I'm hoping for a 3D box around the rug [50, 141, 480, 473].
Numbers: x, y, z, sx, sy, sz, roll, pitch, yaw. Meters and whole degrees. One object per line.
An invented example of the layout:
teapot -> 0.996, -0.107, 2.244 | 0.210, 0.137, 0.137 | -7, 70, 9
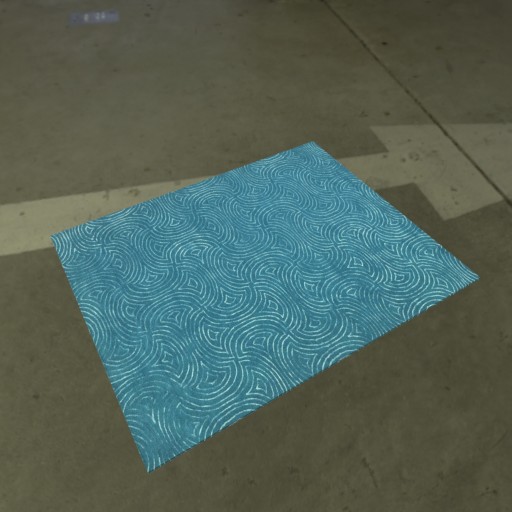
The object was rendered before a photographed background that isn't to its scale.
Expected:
rug -> 0.000, 0.000, 3.977 | 3.033, 0.012, 2.432 | -24, 52, -20
